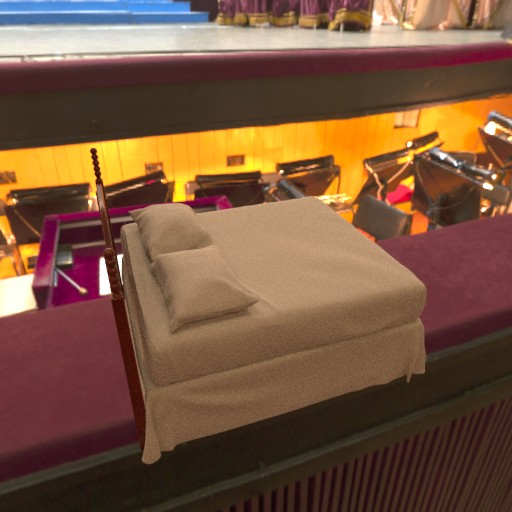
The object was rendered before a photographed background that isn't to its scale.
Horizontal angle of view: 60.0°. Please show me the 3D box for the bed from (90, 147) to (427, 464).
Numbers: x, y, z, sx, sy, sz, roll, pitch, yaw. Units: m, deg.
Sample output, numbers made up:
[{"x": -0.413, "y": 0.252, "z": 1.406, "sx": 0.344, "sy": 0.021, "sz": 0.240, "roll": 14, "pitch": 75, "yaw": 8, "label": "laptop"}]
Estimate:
[{"x": 0.000, "y": 0.000, "z": 3.235, "sx": 2.040, "sy": 1.356, "sz": 1.873, "roll": -10, "pitch": 32, "yaw": -17, "label": "bed"}]
